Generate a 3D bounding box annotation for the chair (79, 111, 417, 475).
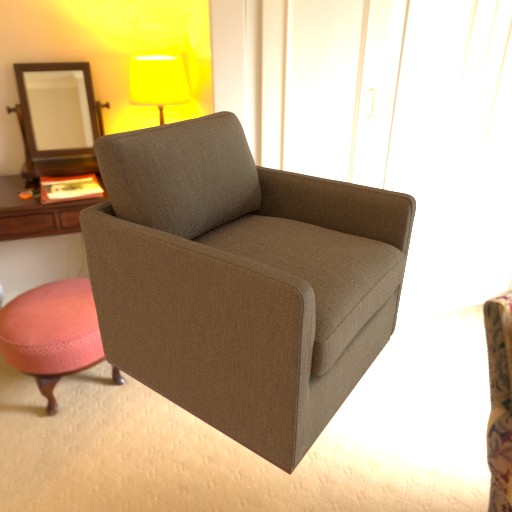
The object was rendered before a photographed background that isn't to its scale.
[{"bbox_3d":[0.000,0.000,1.483,0.834,0.811,0.763,18,32,32],"label":"chair"}]
